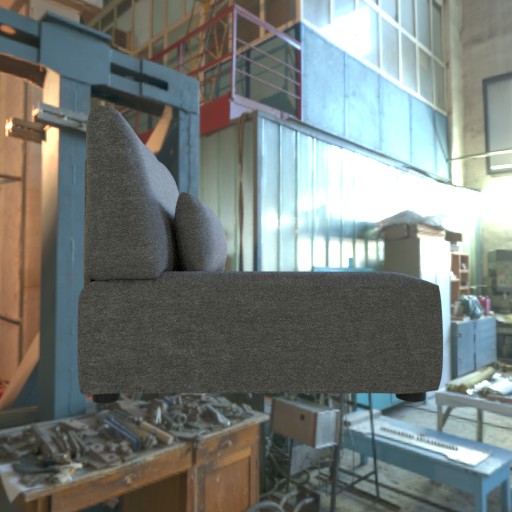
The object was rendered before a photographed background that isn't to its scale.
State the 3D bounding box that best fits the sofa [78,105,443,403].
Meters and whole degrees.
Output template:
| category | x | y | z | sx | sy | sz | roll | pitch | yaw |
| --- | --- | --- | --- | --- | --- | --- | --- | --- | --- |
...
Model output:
| category | x | y | z | sx | sy | sz | roll | pitch | yaw |
| --- | --- | --- | --- | --- | --- | --- | --- | --- | --- |
| sofa | 0.000 | 0.000 | 1.541 | 1.000 | 0.820 | 0.700 | 0 | -2 | 0 |
